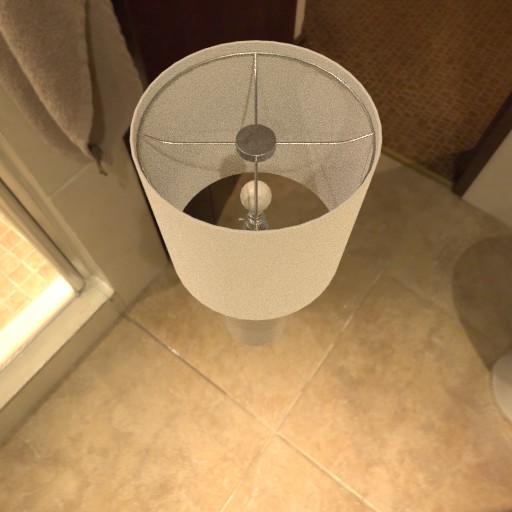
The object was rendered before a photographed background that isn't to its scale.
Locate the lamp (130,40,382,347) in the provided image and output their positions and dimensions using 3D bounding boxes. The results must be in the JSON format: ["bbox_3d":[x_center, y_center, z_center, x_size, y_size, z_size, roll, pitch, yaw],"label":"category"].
[{"bbox_3d":[0.000,0.000,0.594,0.212,0.493,0.212,0,63,0],"label":"lamp"}]
